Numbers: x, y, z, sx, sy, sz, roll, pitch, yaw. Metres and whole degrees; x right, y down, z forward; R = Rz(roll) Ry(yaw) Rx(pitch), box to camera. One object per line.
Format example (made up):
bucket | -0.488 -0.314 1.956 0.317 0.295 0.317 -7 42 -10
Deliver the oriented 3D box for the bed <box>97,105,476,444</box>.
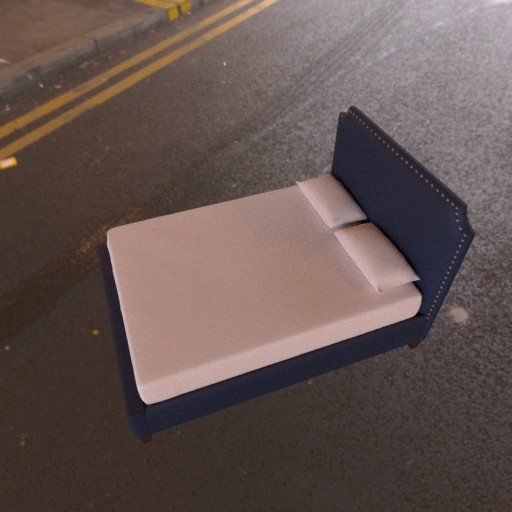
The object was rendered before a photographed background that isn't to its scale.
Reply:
bed | 0.000 0.000 3.456 2.372 1.443 1.712 -15 47 -14
